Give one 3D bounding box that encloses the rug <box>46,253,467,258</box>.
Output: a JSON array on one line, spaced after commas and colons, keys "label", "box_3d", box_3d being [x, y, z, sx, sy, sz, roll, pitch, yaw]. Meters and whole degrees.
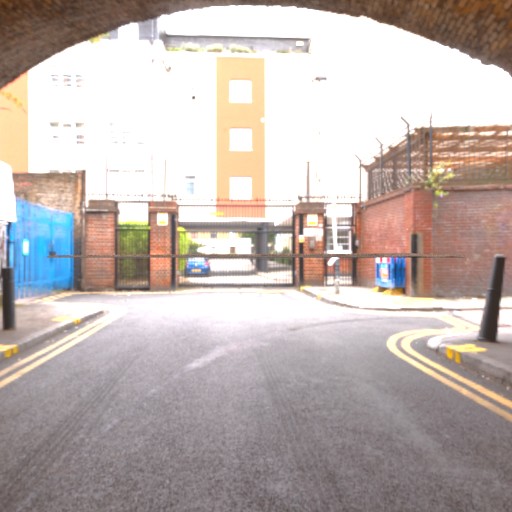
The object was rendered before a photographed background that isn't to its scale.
[{"label": "rug", "box_3d": [0.000, 0.000, 3.733, 2.901, 0.026, 2.043, 0, 0, 35]}]
